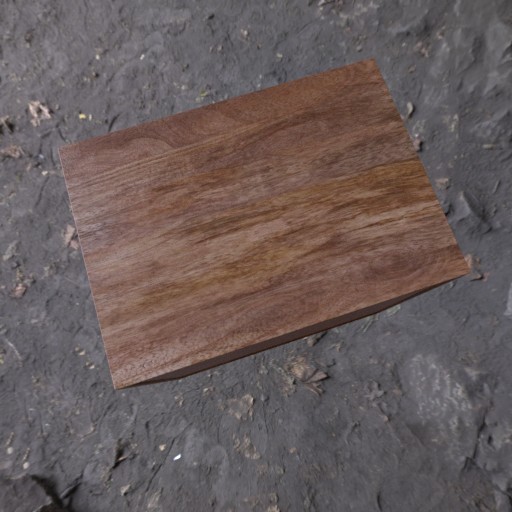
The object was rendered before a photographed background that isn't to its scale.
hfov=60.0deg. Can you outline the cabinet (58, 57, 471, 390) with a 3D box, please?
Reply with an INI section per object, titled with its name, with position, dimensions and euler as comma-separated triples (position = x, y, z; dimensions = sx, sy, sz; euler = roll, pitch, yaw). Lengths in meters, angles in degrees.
[cabinet]
position = 0.000, 0.000, 1.182
dimensions = 0.647, 0.758, 0.473
euler = -17, 77, -4
